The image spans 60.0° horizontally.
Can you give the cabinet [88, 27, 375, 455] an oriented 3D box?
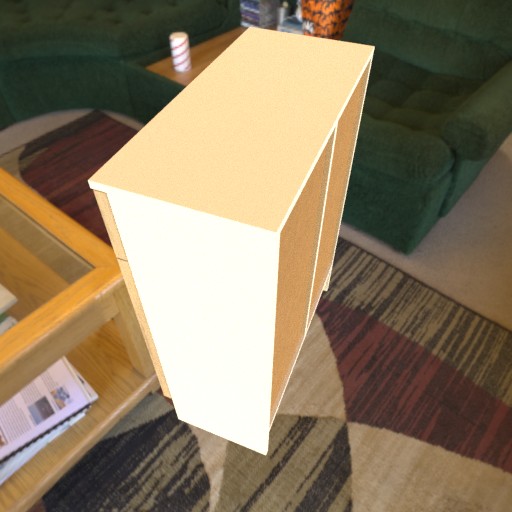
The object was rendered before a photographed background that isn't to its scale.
[{"bbox_3d":[0.000,0.000,1.080,0.296,0.815,0.600,16,50,15],"label":"cabinet"}]
